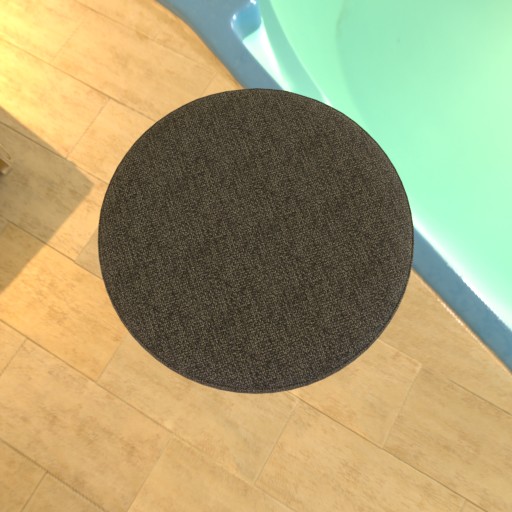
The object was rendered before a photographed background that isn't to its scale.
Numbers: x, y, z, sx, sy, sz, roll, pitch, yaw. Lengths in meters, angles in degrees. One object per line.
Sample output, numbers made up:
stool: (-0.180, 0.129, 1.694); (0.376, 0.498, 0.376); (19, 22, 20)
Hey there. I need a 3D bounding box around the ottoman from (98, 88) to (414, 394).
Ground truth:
ottoman: (0.000, 0.000, 0.901); (0.520, 0.430, 0.520); (0, 76, 0)
